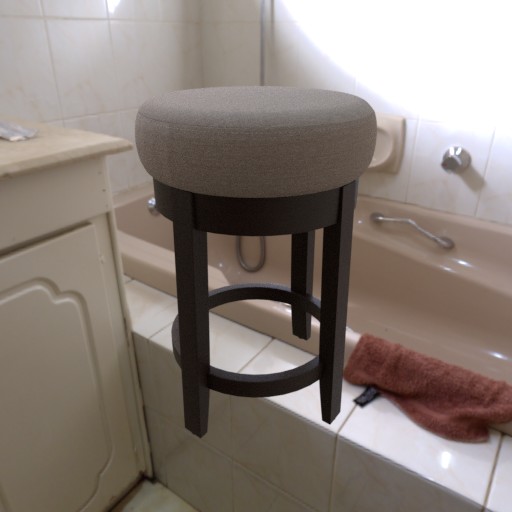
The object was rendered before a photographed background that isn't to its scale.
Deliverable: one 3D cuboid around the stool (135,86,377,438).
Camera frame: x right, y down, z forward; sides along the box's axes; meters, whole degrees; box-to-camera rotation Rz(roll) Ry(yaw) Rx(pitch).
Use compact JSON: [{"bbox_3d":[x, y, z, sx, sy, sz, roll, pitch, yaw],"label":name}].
[{"bbox_3d":[0.000,0.000,0.951,0.443,0.672,0.443,0,26,0],"label":"stool"}]
